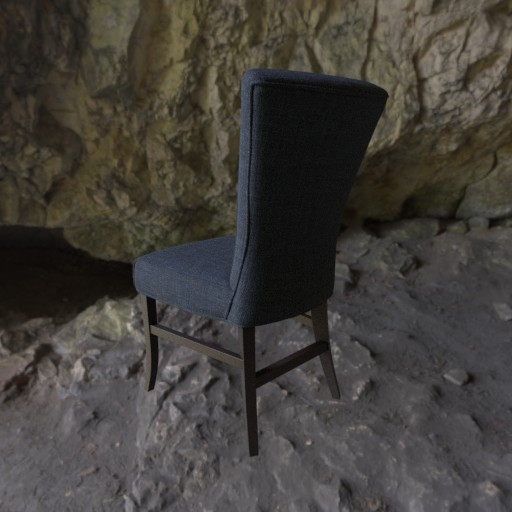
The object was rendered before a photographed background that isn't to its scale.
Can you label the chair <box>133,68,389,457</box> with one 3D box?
[{"bbox_3d":[0.000,0.000,1.366,0.520,0.991,0.660,-14,21,-42],"label":"chair"}]
